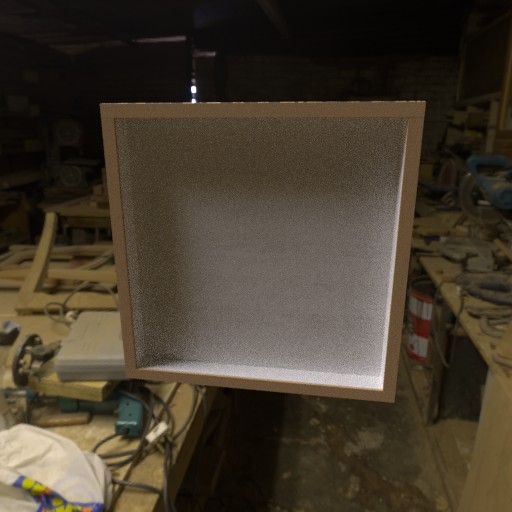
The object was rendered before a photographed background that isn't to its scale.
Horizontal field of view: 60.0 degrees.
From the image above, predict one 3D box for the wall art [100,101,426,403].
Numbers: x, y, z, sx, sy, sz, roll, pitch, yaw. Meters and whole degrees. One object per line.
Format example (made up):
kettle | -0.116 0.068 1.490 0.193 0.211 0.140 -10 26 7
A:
wall art | 0.000 0.000 0.620 0.405 0.405 0.038 3 17 9
